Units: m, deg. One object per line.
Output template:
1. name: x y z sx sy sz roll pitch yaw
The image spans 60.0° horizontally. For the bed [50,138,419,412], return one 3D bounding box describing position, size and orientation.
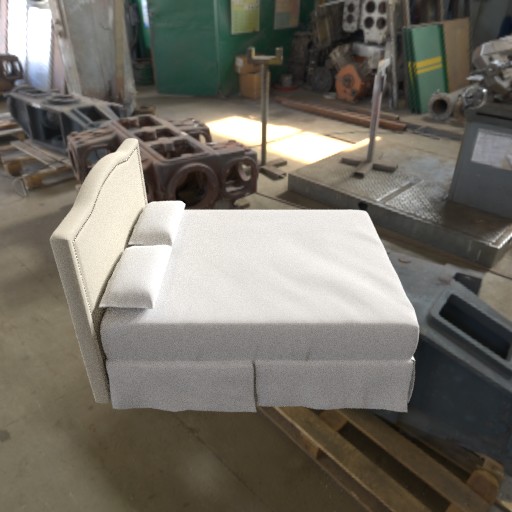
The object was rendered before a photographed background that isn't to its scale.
1. bed: 0.000 0.000 3.362 2.196 1.449 1.741 0 33 0
